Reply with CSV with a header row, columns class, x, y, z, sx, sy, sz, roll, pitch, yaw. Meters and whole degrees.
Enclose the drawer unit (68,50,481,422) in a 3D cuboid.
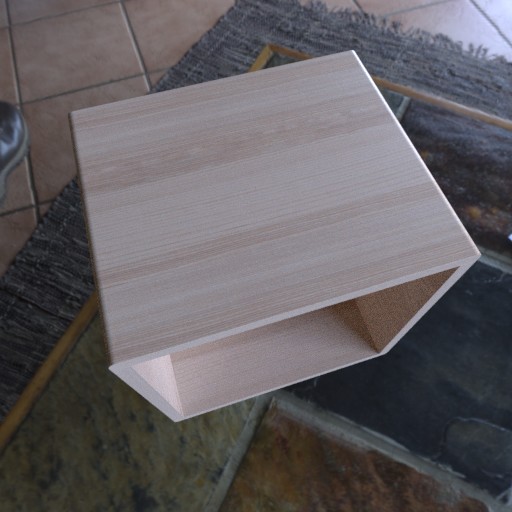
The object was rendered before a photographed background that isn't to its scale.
class,x,y,z,sx,sy,sz,roll,pitch,yaw
drawer unit,0.000,0.000,0.596,0.344,0.344,0.290,-16,64,-8
